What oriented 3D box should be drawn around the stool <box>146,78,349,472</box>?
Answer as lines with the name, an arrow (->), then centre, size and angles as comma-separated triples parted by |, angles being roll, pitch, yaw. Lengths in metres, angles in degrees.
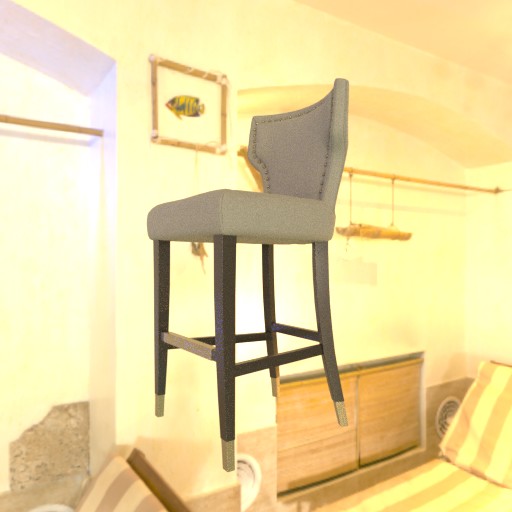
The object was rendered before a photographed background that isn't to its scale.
stool -> 0.000, 0.000, 1.454 | 0.563, 1.092, 0.526 | 0, 0, -34
